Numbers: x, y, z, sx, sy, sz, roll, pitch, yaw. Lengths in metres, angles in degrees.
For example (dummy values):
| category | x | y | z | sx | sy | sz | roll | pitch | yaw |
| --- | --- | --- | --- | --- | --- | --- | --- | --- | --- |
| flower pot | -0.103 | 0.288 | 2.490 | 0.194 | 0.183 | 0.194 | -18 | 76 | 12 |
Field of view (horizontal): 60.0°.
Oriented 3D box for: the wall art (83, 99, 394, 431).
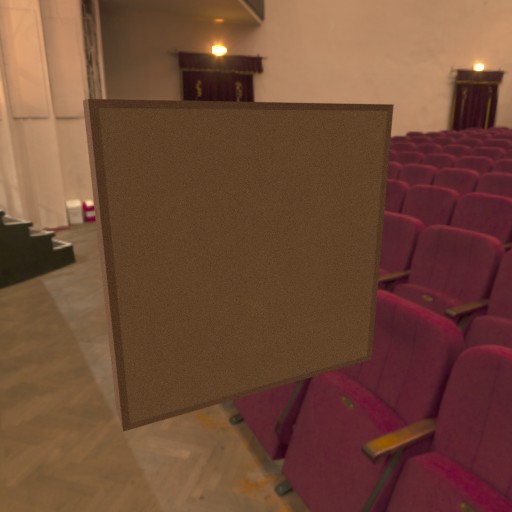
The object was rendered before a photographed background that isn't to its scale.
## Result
| category | x | y | z | sx | sy | sz | roll | pitch | yaw |
| --- | --- | --- | --- | --- | --- | --- | --- | --- | --- |
| wall art | 0.000 | 0.000 | 0.464 | 0.304 | 0.303 | 0.038 | -8 | 19 | -25 |
